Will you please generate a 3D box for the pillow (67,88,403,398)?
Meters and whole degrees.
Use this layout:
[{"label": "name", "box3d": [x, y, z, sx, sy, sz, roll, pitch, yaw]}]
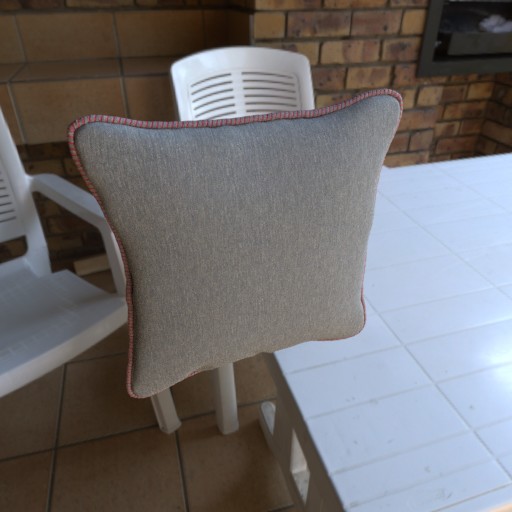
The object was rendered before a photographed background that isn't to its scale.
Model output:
[{"label": "pillow", "box3d": [0.000, 0.000, 0.719, 0.482, 0.491, 0.124, -12, 34, -18]}]
